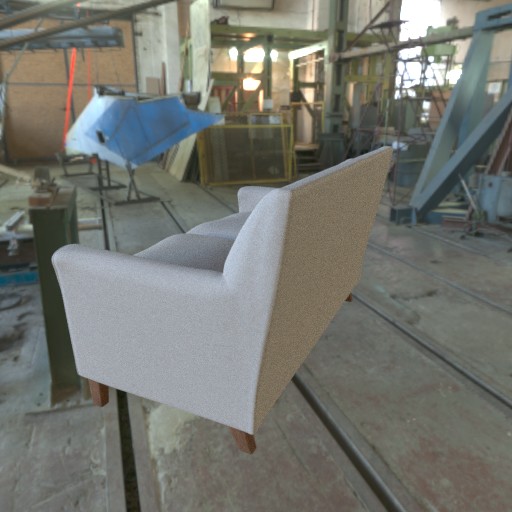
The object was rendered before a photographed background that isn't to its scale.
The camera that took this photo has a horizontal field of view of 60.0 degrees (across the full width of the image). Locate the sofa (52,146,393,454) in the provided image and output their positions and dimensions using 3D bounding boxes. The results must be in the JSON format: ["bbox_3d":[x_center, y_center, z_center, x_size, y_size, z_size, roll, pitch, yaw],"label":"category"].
[{"bbox_3d":[0.000,0.000,1.983,0.888,0.890,1.482,8,20,24],"label":"sofa"}]
